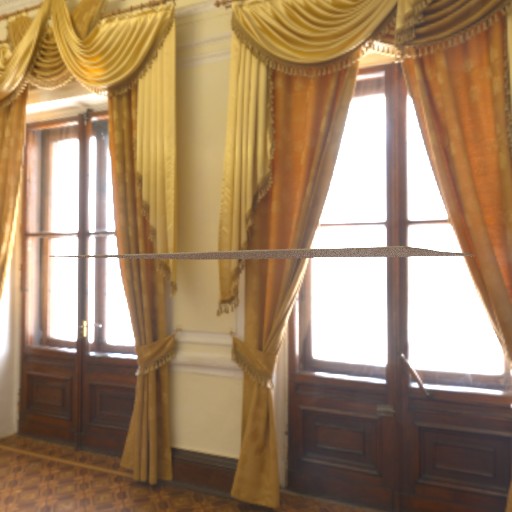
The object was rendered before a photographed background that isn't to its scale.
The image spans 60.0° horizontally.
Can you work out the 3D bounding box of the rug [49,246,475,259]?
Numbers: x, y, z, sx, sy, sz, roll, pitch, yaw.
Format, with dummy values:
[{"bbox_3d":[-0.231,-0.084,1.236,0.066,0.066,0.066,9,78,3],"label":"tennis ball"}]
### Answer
[{"bbox_3d":[0.000,0.000,2.986,2.442,0.016,1.527,-1,-2,35],"label":"rug"}]
